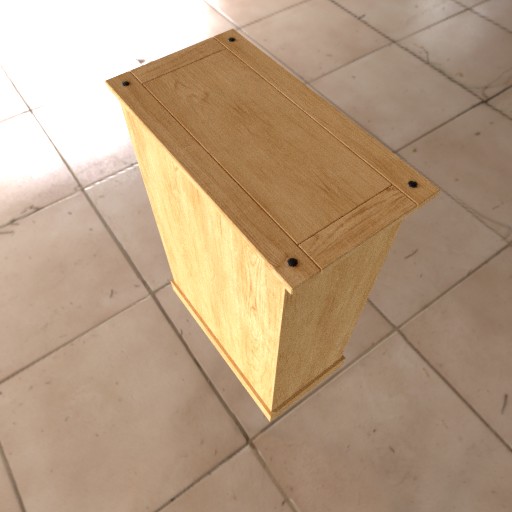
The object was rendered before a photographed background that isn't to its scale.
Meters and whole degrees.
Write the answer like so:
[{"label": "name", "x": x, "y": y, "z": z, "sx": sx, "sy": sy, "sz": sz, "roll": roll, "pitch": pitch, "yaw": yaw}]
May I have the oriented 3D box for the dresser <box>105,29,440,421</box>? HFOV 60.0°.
[{"label": "dresser", "x": 0.000, "y": 0.000, "z": 1.781, "sx": 0.485, "sy": 1.300, "sz": 0.915, "roll": -32, "pitch": 62, "yaw": -19}]
